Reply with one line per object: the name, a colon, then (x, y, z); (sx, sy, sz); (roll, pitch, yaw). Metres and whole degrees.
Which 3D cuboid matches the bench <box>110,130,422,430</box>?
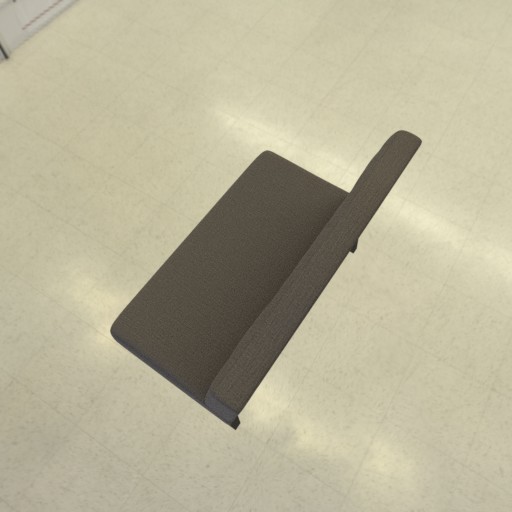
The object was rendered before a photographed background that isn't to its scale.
bench: (0.000, 0.000, 2.092); (0.815, 1.180, 1.335); (32, 67, 15)
